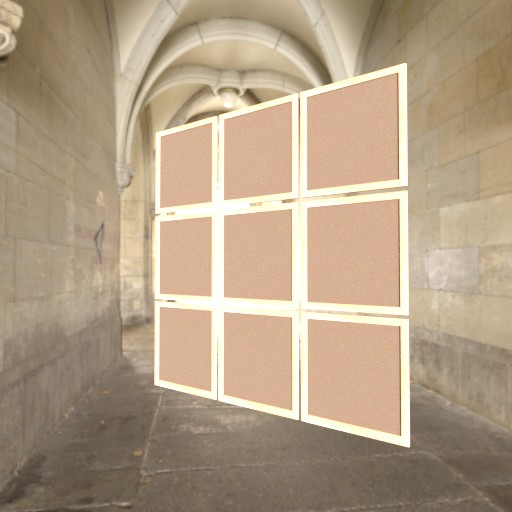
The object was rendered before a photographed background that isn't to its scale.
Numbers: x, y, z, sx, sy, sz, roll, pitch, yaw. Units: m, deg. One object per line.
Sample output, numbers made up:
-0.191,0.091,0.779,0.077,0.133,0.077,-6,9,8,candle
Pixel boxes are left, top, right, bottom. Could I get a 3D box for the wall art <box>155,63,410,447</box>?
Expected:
0.000,0.000,1.777,1.216,1.218,0.013,-1,-2,37,wall art
